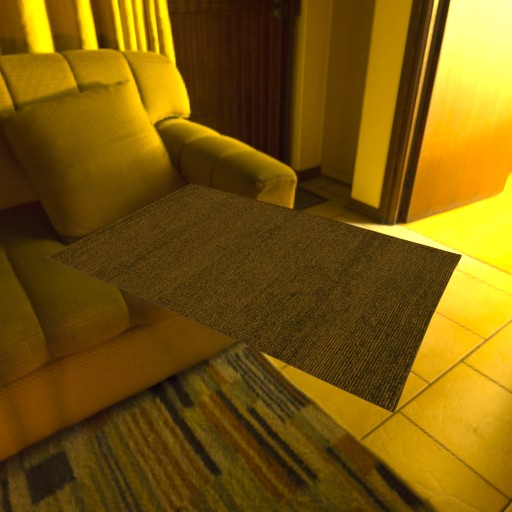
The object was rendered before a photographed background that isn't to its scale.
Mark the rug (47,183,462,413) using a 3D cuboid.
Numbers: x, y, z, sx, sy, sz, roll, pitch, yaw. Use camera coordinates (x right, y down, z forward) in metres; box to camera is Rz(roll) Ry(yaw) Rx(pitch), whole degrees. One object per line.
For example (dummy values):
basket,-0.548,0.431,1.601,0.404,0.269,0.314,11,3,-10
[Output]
rug,0.000,0.000,2.238,1.777,0.021,1.145,18,36,27
